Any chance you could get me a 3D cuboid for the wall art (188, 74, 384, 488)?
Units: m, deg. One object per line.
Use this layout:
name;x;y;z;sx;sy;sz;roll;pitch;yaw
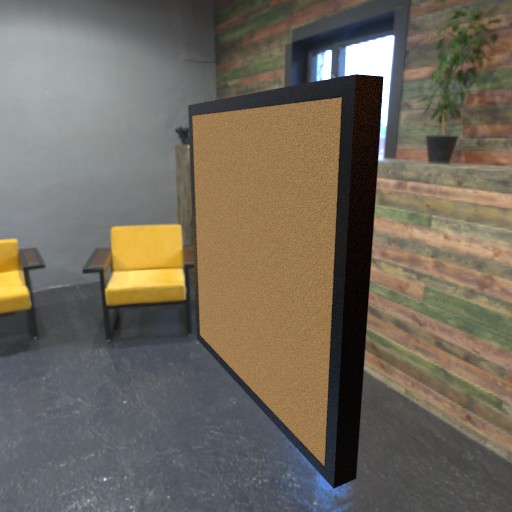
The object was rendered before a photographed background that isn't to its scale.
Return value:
wall art;0.000;0.000;0.739;0.038;0.506;0.506;-8;17;-27
